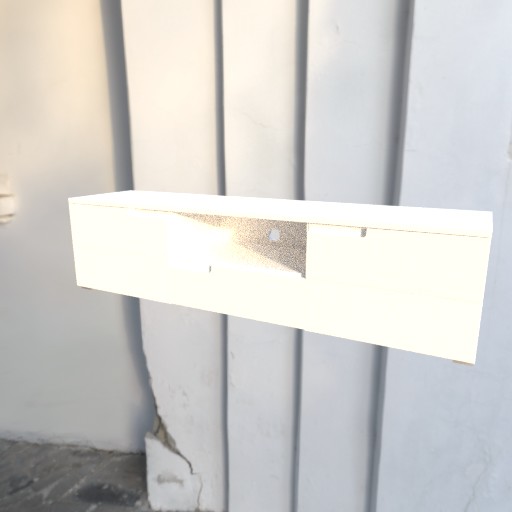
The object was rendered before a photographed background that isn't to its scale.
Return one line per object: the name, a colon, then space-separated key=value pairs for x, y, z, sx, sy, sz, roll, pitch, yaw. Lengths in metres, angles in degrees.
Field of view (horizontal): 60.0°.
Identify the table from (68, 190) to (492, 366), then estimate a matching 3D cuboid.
table: x=0.000 y=0.000 z=1.794 sx=1.650 sy=0.420 sz=0.390 roll=7 pitch=16 yaw=26
